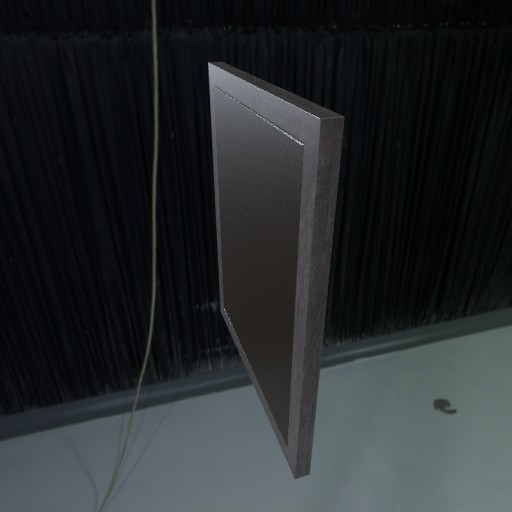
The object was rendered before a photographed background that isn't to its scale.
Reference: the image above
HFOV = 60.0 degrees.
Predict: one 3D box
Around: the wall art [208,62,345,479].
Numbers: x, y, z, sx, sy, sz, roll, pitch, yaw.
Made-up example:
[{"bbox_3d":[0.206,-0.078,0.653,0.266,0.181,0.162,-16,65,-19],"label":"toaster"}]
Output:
[{"bbox_3d":[0.000,0.000,0.783,0.027,0.580,0.479,-10,31,-16],"label":"wall art"}]
